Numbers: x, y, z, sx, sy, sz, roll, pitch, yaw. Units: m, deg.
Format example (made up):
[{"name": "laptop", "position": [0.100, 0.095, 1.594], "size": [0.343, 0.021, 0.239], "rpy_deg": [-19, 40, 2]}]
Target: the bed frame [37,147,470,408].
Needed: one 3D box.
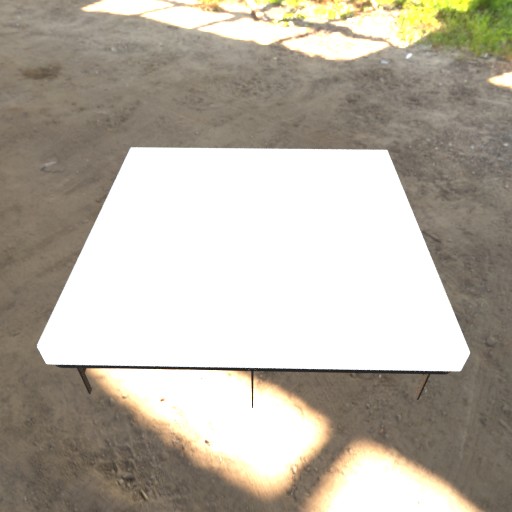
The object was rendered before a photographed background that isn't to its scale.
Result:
[{"name": "bed frame", "position": [0.000, 0.000, 2.975], "size": [2.032, 0.559, 1.930], "rpy_deg": [1, 42, 1]}]
